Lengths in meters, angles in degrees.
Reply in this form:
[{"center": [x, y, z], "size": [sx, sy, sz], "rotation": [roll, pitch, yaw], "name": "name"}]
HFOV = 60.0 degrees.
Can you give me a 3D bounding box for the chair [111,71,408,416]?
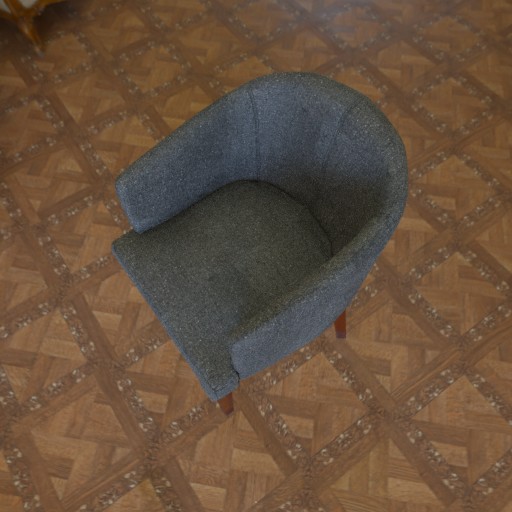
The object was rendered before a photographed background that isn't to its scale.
[{"center": [0.000, 0.000, 1.268], "size": [0.655, 0.811, 0.583], "rotation": [-33, 66, -17], "name": "chair"}]
